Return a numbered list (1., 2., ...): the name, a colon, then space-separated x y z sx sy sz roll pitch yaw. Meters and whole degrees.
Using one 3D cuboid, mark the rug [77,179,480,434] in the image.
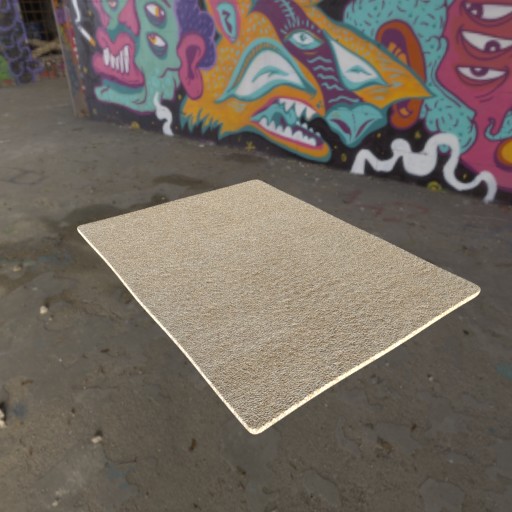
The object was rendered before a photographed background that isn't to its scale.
1. rug: 0.000 0.000 2.114 1.200 0.027 1.600 -20 36 -31
